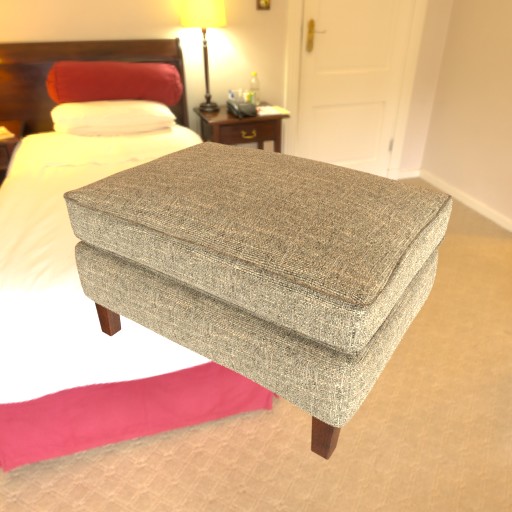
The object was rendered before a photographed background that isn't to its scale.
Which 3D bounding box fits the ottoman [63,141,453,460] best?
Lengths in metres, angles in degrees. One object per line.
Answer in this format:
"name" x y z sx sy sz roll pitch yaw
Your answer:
"ottoman" 0.000 0.000 0.978 0.686 0.406 0.508 19 36 29
